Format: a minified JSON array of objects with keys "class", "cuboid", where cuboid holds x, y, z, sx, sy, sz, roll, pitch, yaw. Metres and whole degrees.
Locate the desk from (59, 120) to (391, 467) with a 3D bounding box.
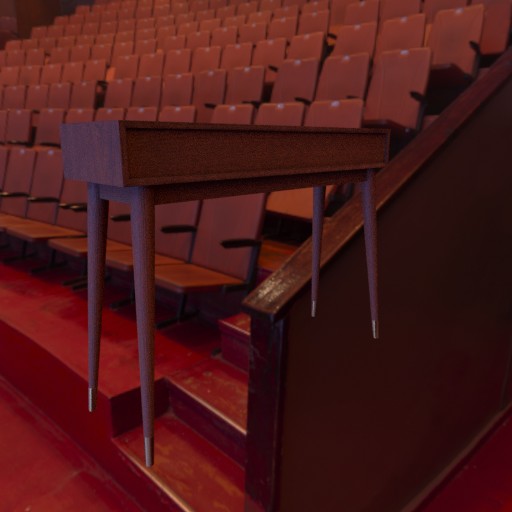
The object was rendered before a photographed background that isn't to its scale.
[{"class":"desk","cuboid":[0.000,0.000,1.641,1.204,0.917,0.384,-14,20,-42]}]
